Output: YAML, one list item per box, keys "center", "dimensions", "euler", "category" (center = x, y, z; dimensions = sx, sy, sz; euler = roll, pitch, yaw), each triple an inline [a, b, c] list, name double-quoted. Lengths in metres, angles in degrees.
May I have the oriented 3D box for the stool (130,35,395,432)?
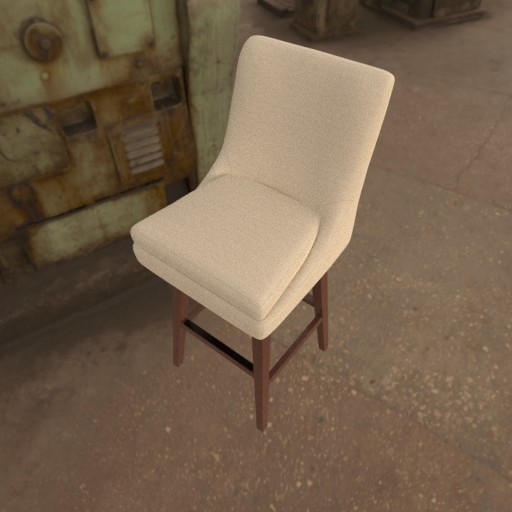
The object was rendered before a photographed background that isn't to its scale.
- center: [0.000, 0.000, 1.383]
  dimensions: [0.483, 1.093, 0.559]
  euler: [29, 52, 25]
  category: "stool"
